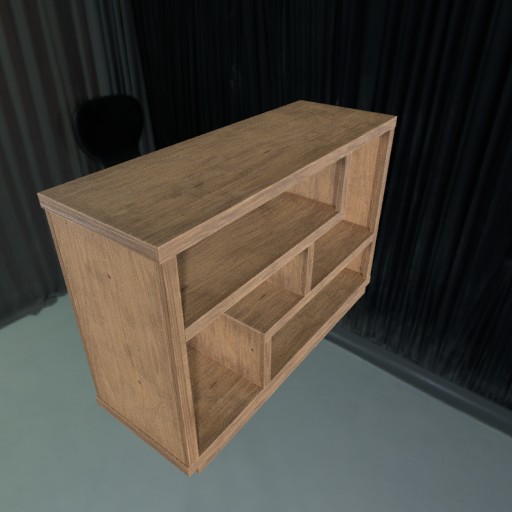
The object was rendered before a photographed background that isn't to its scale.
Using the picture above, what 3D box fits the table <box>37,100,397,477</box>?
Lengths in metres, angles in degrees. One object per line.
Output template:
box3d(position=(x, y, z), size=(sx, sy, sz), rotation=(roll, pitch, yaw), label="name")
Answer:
box3d(position=(0.000, 0.000, 1.523), size=(0.410, 0.771, 1.151), rotation=(22, 38, 31), label="table")
